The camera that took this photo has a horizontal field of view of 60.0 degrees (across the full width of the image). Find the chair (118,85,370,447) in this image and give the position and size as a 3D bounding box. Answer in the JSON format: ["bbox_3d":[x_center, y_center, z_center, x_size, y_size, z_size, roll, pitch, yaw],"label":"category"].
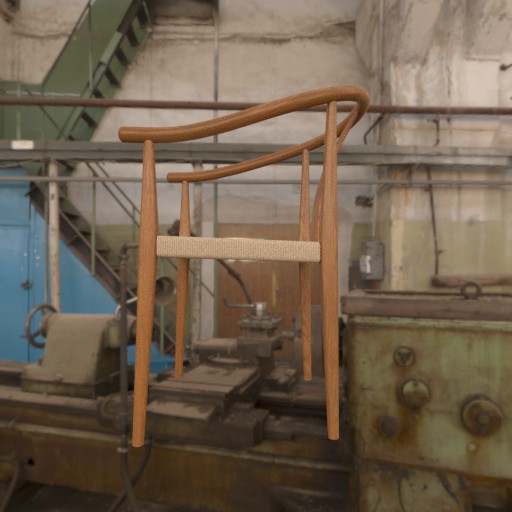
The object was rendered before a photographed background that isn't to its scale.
[{"bbox_3d":[0.000,0.000,1.193,0.579,0.800,0.556,0,0,-1],"label":"chair"}]
